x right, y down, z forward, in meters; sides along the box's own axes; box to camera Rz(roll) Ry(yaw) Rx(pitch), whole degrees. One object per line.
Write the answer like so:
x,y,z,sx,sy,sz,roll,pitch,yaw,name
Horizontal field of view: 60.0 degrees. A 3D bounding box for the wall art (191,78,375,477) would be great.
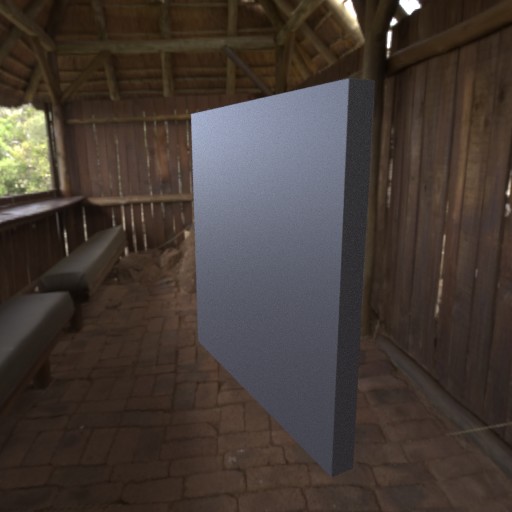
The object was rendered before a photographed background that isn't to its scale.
0.000,0.000,0.769,0.038,0.507,0.507,-7,15,-27,wall art
